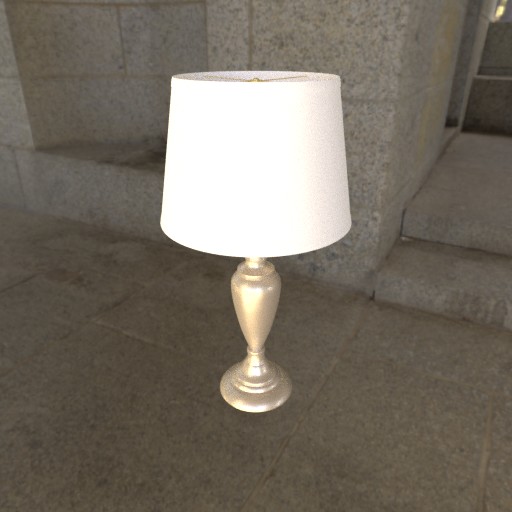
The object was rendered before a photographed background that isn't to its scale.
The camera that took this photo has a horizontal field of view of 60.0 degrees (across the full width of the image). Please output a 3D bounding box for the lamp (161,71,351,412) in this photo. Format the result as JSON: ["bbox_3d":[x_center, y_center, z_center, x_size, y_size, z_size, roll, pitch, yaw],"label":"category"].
[{"bbox_3d":[0.000,0.000,0.810,0.328,0.612,0.328,0,26,0],"label":"lamp"}]
